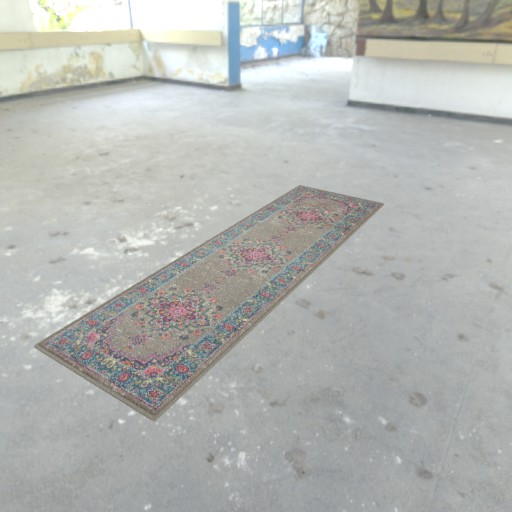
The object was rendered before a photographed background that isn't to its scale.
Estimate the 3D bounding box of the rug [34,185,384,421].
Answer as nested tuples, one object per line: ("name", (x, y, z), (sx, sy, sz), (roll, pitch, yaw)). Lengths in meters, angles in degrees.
("rug", (0.000, 0.000, 1.991), (0.553, 0.012, 1.827), (18, 34, 29))
